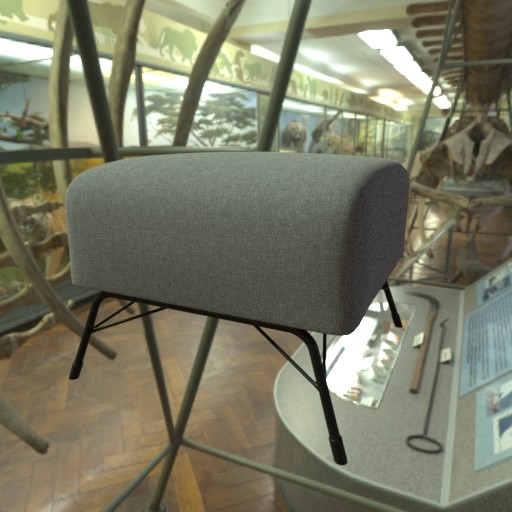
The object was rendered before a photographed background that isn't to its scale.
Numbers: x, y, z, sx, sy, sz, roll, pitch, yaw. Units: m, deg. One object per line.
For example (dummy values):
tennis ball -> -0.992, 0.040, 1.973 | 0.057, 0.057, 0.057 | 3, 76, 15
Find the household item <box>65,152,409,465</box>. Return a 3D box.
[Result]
household item -> 0.000, 0.000, 0.895 | 0.530, 0.410, 0.530 | 7, 16, 25
